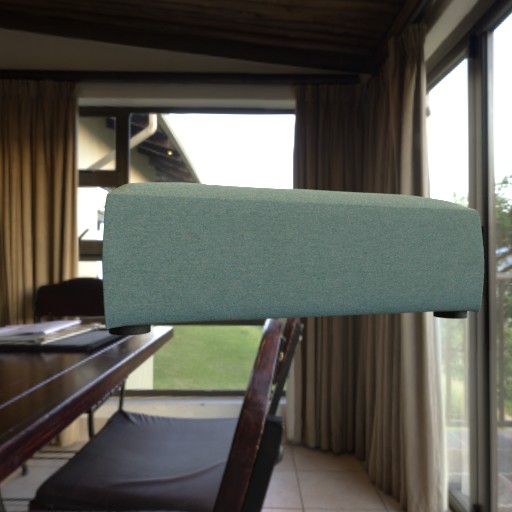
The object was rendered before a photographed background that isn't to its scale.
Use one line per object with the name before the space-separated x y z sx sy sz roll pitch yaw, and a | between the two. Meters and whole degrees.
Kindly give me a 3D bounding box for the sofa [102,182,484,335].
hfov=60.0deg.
sofa | 0.000 0.000 1.437 0.930 0.330 0.930 0 -1 -18
